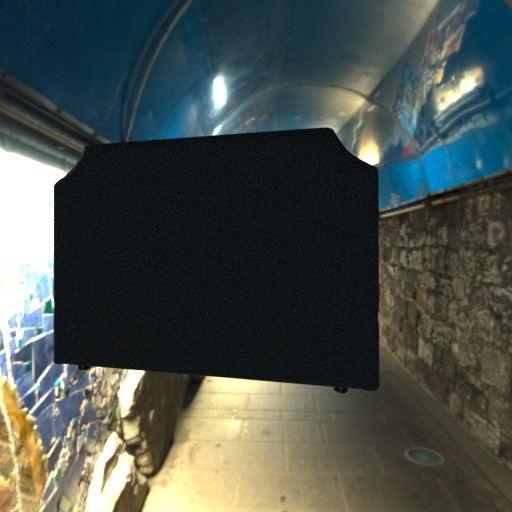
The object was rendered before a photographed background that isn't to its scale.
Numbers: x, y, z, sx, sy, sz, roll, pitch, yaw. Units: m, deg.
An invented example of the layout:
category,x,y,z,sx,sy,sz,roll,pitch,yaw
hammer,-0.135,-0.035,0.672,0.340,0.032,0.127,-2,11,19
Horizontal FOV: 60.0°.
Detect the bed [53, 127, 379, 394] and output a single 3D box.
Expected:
category,x,y,z,sx,sy,sz,roll,pitch,yaw
bed,0.000,0.000,3.384,1.831,1.297,2.260,0,1,16
